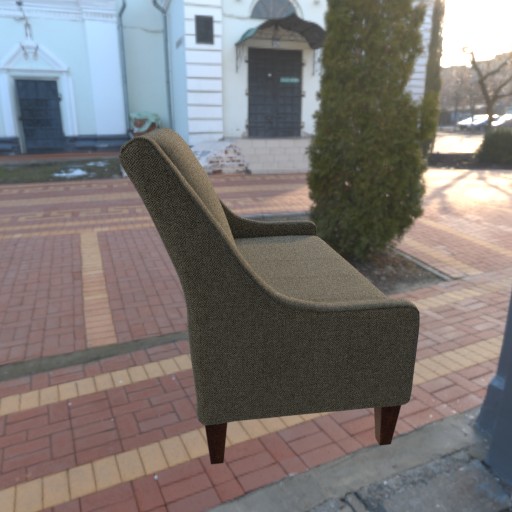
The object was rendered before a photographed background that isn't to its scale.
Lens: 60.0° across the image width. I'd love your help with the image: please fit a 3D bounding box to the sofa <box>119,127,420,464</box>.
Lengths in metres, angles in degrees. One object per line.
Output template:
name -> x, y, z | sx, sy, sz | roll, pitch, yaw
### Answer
sofa -> 0.000, 0.000, 1.854 | 0.870, 1.021, 1.242 | -3, 17, -8
